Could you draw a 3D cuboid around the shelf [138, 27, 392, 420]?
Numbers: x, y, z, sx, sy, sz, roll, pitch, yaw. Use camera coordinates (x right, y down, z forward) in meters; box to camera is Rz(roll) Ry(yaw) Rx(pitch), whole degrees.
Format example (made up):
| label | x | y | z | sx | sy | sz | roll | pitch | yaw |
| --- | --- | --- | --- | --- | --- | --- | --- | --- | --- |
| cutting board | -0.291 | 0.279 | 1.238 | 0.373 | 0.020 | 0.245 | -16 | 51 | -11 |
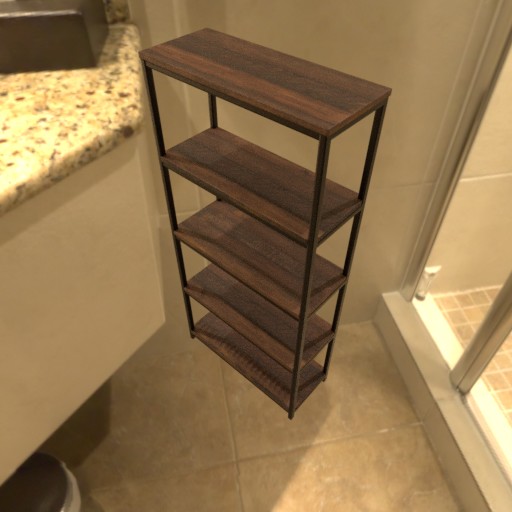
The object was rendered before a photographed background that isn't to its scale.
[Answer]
| label | x | y | z | sx | sy | sz | roll | pitch | yaw |
| --- | --- | --- | --- | --- | --- | --- | --- | --- | --- |
| shelf | 0.000 | 0.000 | 2.217 | 0.874 | 1.860 | 0.359 | 32 | 53 | 28 |
